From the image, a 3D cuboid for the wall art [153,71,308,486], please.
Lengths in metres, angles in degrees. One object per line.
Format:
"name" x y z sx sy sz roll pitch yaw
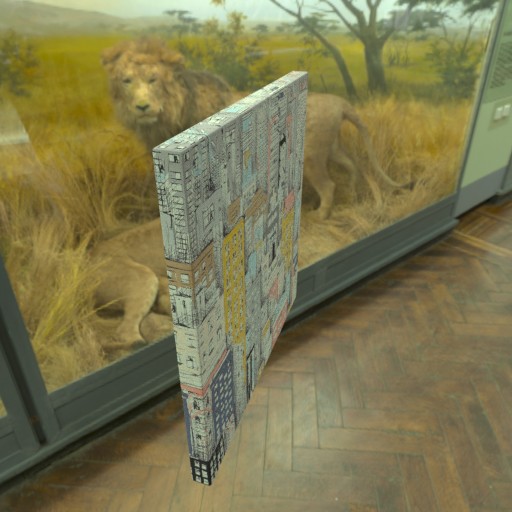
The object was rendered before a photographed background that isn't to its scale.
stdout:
"wall art" 0.000 0.000 1.109 0.048 0.762 0.761 10 32 16
